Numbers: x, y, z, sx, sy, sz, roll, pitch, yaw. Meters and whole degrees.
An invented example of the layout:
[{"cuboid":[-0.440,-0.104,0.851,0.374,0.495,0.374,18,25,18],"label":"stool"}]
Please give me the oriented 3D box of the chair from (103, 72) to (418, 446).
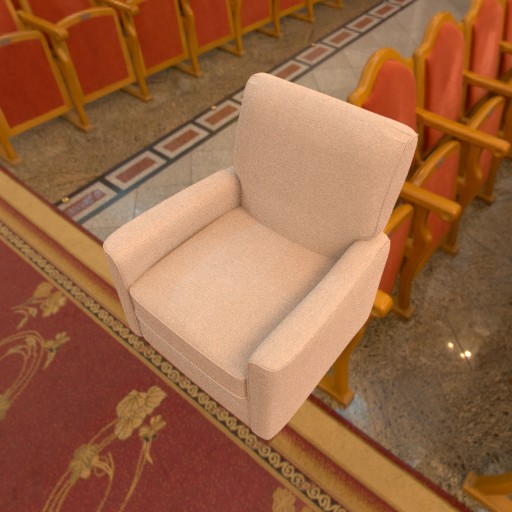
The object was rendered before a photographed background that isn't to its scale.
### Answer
[{"cuboid":[0.000,0.000,1.703,0.841,1.023,0.858,31,54,26],"label":"chair"}]
